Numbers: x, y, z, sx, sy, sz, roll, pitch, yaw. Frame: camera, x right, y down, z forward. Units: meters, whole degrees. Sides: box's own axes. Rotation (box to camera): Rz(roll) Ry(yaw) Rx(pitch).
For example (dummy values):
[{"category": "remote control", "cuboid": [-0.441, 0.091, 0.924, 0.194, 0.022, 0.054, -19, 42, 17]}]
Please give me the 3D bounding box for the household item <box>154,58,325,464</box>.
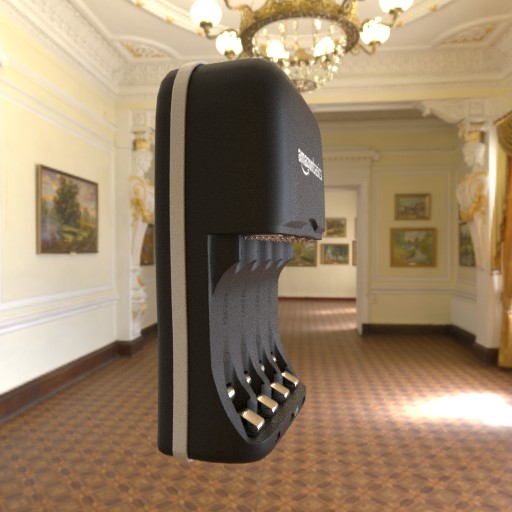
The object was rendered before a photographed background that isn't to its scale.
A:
[{"category": "household item", "cuboid": [0.000, 0.000, 0.146, 0.038, 0.114, 0.070, 0, 0, 19]}]
